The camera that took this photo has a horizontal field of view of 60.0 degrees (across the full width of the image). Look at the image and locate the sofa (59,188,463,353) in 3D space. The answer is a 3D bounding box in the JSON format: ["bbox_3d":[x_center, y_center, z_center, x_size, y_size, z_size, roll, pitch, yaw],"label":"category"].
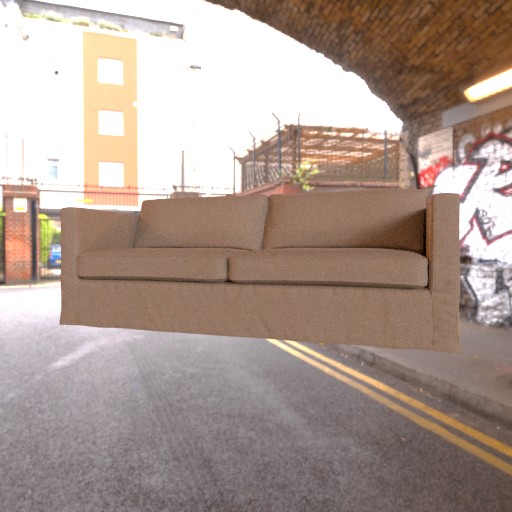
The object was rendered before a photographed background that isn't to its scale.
[{"bbox_3d":[0.000,0.000,2.776,2.296,0.847,0.956,0,1,19],"label":"sofa"}]
